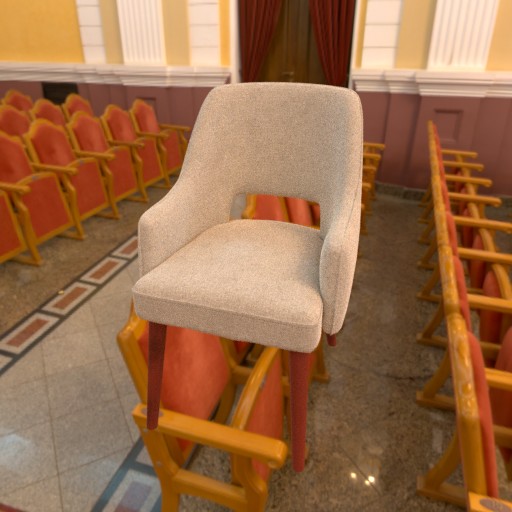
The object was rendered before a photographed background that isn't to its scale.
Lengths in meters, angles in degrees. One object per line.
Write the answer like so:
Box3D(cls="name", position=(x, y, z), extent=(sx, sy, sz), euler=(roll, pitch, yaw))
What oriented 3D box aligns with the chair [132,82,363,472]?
Box3D(cls="chair", position=(0.000, 0.000, 1.227), extent=(0.548, 0.849, 0.605), euler=(8, 28, 17))
